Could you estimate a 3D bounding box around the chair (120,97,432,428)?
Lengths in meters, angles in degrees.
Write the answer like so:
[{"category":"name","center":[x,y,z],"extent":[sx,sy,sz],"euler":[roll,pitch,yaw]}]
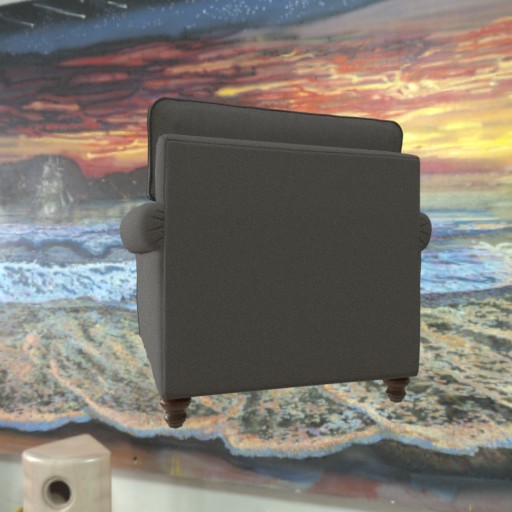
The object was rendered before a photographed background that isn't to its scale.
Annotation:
[{"category":"chair","center":[0.000,0.000,1.746],"extent":[1.029,0.967,0.966],"euler":[0,0,-17]}]
